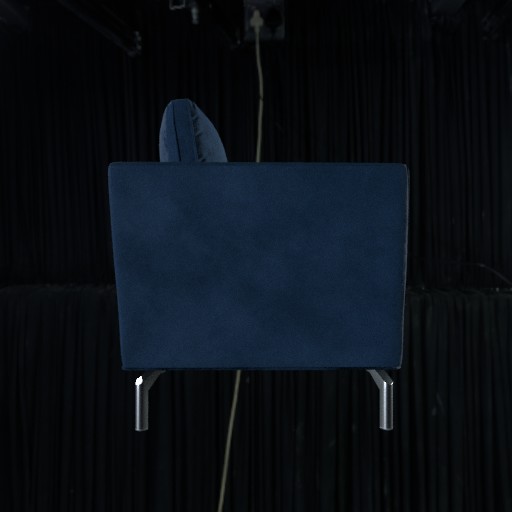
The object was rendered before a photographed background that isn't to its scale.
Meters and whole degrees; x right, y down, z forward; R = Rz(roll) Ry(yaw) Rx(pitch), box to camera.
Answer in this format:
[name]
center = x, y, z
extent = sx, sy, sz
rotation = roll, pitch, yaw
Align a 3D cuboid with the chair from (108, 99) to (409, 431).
[chair]
center = 0.000, 0.000, 1.560
extent = 0.746, 0.893, 0.977
rotation = 0, 0, -1
